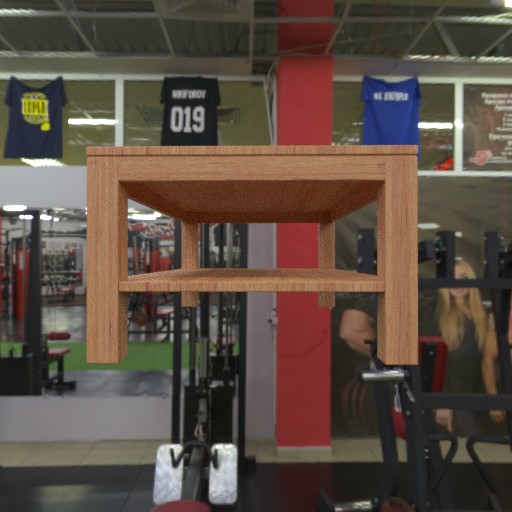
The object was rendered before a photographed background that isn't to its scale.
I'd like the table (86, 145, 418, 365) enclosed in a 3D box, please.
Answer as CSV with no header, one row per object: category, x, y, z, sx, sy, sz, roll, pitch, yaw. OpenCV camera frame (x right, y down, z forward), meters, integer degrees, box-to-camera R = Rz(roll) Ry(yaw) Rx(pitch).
table,0.000,0.000,1.499,0.695,0.457,1.146,0,0,1
